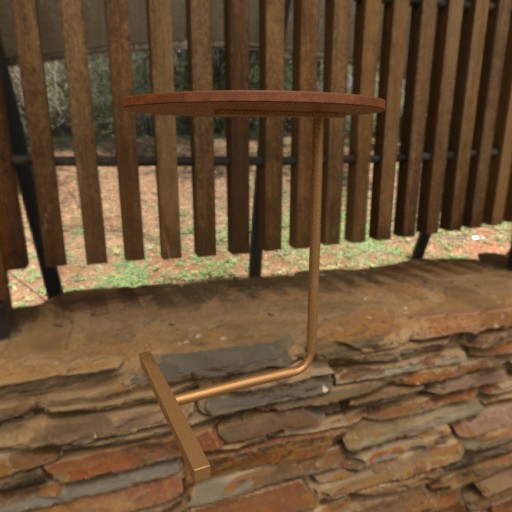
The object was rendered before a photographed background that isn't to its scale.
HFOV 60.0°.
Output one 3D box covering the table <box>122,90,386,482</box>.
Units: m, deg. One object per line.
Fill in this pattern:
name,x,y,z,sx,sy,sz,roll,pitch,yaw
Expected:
table,0.000,0.000,1.080,0.577,0.706,0.530,-7,16,-24
